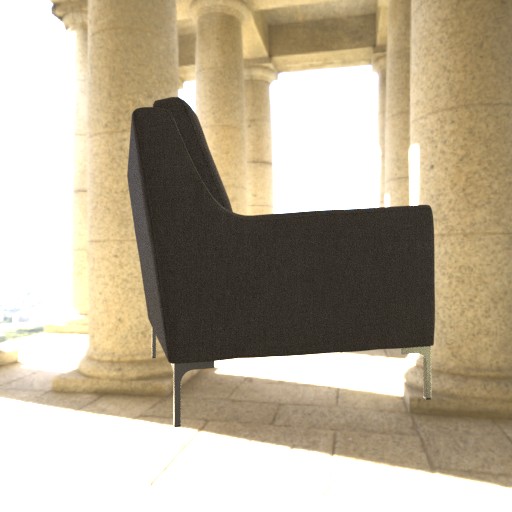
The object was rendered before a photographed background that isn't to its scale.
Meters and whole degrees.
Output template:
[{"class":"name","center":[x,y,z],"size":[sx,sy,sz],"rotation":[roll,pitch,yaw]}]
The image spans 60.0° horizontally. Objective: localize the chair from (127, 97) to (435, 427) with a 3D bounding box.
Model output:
[{"class":"chair","center":[0.000,0.000,1.537],"size":[0.849,0.828,0.847],"rotation":[0,0,-17]}]
